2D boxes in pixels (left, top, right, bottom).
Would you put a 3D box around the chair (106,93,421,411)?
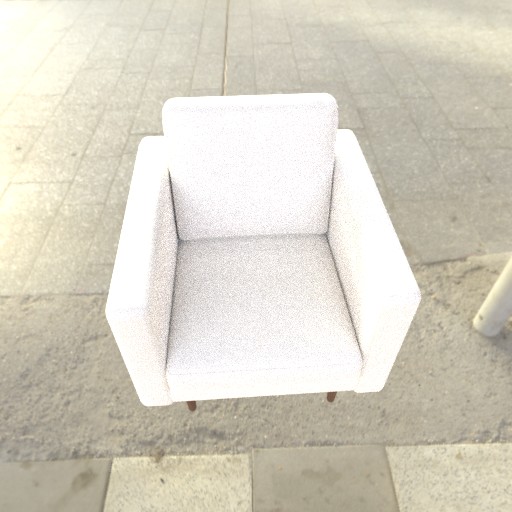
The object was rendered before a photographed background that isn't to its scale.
[{"bbox_3d":[0.000,0.000,1.568,0.831,0.899,0.879,-3,46,-3],"label":"chair"}]
